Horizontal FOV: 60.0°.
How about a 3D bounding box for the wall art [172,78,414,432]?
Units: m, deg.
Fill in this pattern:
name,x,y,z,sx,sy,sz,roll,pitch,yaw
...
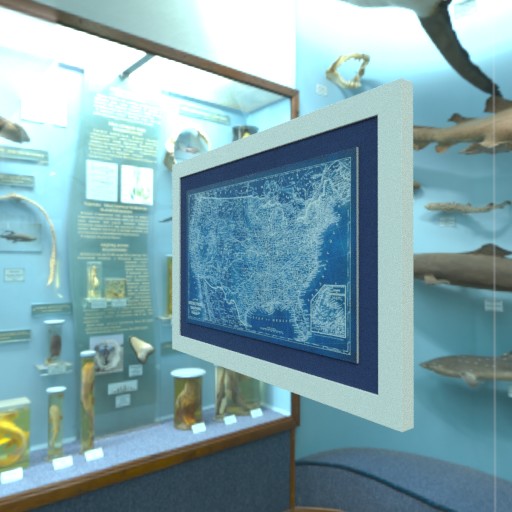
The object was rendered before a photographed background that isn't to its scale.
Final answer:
name,x,y,z,sx,sy,sz,roll,pitch,yaw
wall art,0.000,0.000,1.666,0.051,0.902,1.308,0,0,-37
